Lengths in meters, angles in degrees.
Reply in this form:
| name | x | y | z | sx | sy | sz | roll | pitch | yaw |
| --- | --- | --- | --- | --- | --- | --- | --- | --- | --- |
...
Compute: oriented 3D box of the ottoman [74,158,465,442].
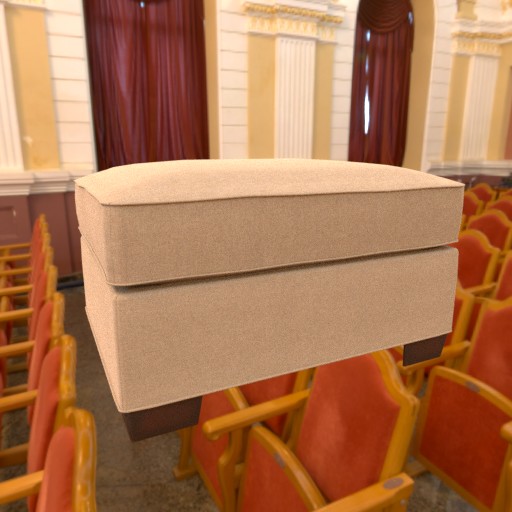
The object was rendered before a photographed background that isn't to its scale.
| name | x | y | z | sx | sy | sz | roll | pitch | yaw |
| --- | --- | --- | --- | --- | --- | --- | --- | --- | --- |
| ottoman | 0.000 | 0.000 | 1.188 | 0.846 | 0.503 | 0.617 | -7 | 15 | -25 |
